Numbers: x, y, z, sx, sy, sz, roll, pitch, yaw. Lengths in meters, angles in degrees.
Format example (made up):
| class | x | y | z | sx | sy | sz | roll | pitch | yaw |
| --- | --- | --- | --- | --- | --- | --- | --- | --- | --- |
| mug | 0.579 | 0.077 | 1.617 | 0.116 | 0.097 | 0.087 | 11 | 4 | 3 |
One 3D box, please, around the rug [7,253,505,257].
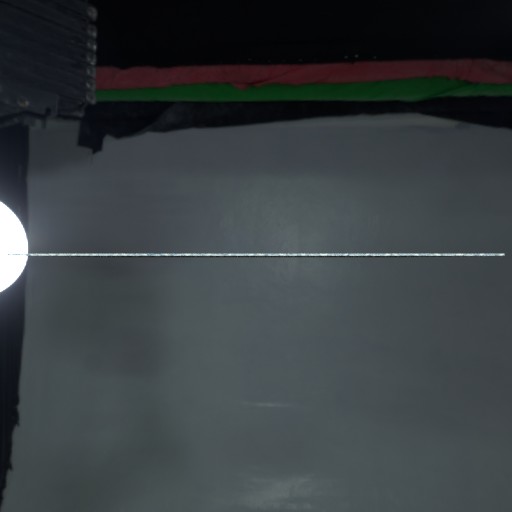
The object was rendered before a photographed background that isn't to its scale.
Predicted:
| class | x | y | z | sx | sy | sz | roll | pitch | yaw |
| --- | --- | --- | --- | --- | --- | --- | --- | --- | --- |
| rug | 0.000 | 0.000 | 2.233 | 1.824 | 0.008 | 1.220 | 0 | 0 | 0 |
